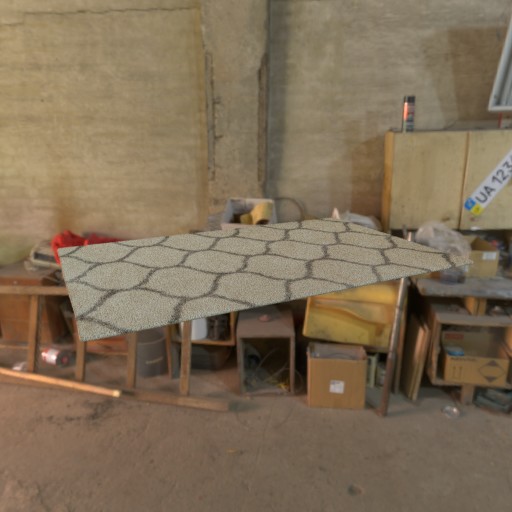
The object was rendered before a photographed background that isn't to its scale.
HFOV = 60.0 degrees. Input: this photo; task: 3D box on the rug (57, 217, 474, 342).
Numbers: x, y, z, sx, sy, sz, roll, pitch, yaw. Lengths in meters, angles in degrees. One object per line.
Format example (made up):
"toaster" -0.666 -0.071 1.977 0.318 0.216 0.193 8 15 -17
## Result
"rug" 0.000 0.000 2.943 2.348 0.024 1.501 -8 19 -25
